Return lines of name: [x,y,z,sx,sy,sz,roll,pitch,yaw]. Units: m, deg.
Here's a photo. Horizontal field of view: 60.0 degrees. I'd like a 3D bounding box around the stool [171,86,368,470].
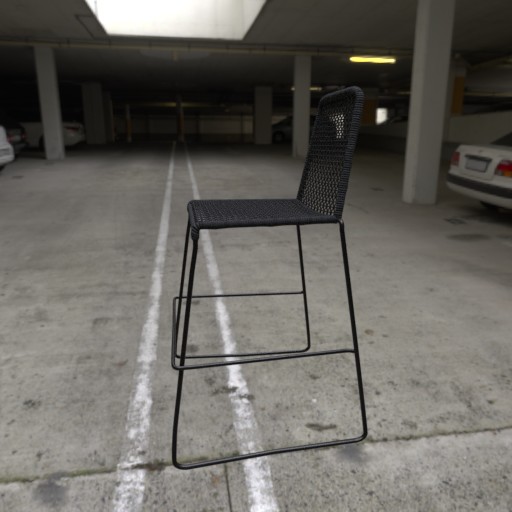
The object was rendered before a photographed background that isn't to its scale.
stool: [0.000,0.000,1.275,0.509,0.905,0.590,-2,14,-9]
